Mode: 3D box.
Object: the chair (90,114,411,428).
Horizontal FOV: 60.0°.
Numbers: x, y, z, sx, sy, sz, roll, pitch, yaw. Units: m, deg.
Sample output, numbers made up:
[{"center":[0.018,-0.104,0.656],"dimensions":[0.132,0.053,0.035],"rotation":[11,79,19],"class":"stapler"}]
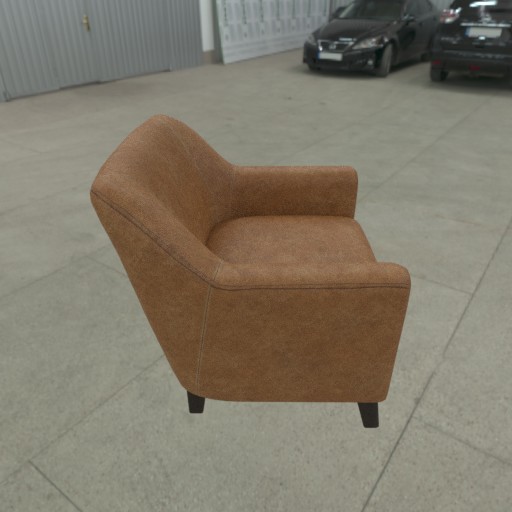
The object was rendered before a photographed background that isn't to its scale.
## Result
[{"center":[0.000,0.000,1.859],"dimensions":[1.034,0.980,1.037],"rotation":[0,31,0],"class":"chair"}]
